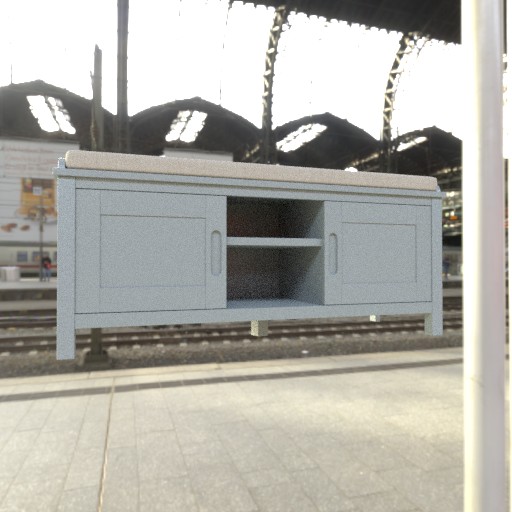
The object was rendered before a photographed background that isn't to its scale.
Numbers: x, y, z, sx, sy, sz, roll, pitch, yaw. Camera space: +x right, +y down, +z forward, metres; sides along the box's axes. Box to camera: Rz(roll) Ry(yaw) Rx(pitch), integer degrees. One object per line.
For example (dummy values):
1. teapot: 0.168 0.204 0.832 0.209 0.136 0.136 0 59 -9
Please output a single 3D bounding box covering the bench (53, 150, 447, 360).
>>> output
1. bench: 0.000 0.000 1.408 1.140 0.501 0.398 0 -1 -19
